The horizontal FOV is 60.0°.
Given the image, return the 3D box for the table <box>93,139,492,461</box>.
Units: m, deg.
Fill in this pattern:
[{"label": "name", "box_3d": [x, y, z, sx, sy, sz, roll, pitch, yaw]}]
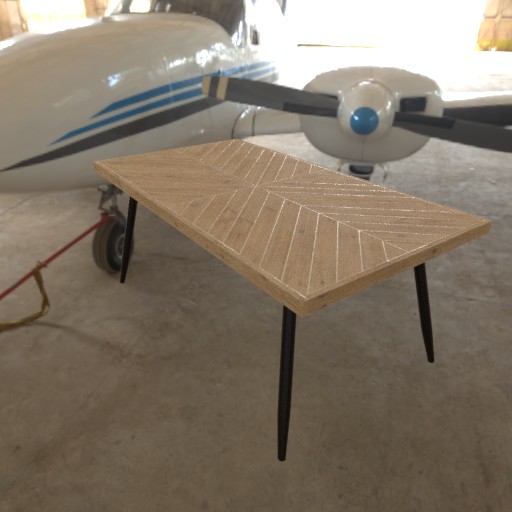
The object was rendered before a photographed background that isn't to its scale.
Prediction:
[{"label": "table", "box_3d": [0.000, 0.000, 2.309, 0.991, 0.762, 1.803, -18, 32, -32]}]
